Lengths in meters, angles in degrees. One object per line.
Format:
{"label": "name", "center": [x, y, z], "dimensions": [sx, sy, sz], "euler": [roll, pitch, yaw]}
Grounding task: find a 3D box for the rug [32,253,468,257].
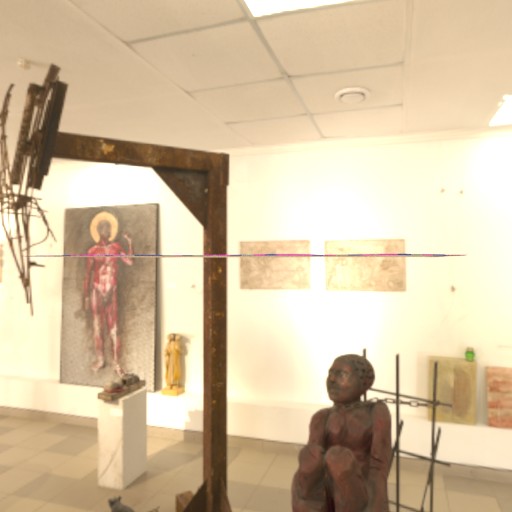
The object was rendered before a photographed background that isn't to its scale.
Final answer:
{"label": "rug", "center": [0.000, 0.000, 2.911], "dimensions": [2.350, 0.013, 1.539], "euler": [0, 0, 17]}
